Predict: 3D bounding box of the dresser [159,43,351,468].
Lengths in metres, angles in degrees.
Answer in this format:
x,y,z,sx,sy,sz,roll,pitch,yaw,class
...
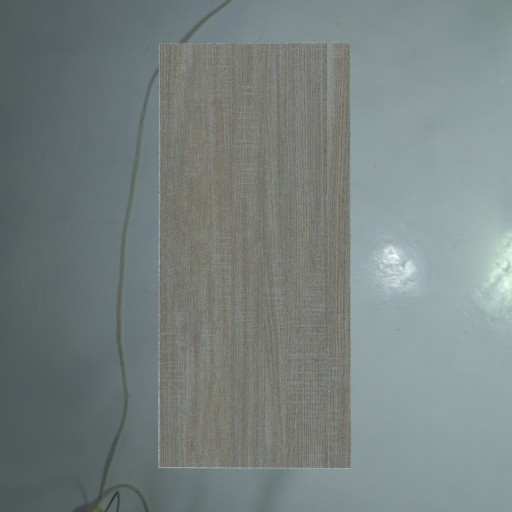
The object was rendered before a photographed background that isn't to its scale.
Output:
x,y,z,sx,sy,sz,roll,pitch,yaw,class
0.000,0.000,1.547,0.500,0.780,1.110,0,90,1,dresser
